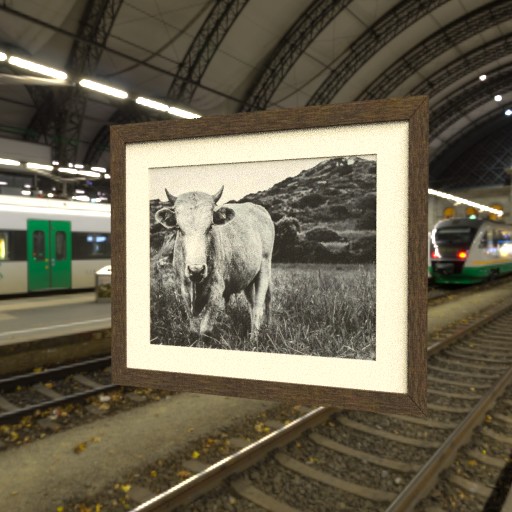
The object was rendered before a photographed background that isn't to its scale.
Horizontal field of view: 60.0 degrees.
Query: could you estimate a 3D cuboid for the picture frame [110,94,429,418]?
[{"bbox_3d":[0.000,0.000,0.525,0.378,0.330,0.033,0,1,18],"label":"picture frame"}]
